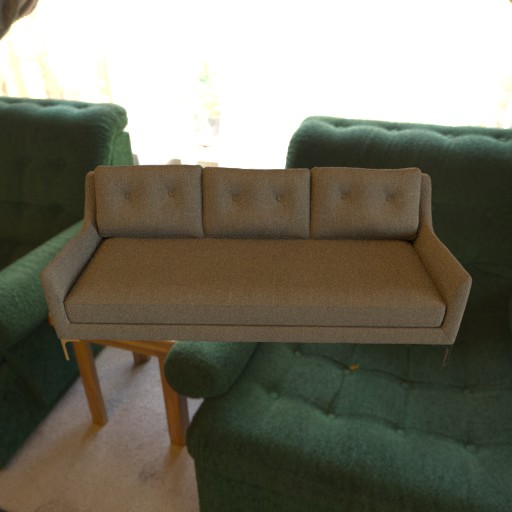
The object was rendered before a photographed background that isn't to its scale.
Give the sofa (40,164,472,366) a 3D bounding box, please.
[{"bbox_3d":[0.000,0.000,2.482,2.060,0.837,0.849,1,31,1],"label":"sofa"}]
